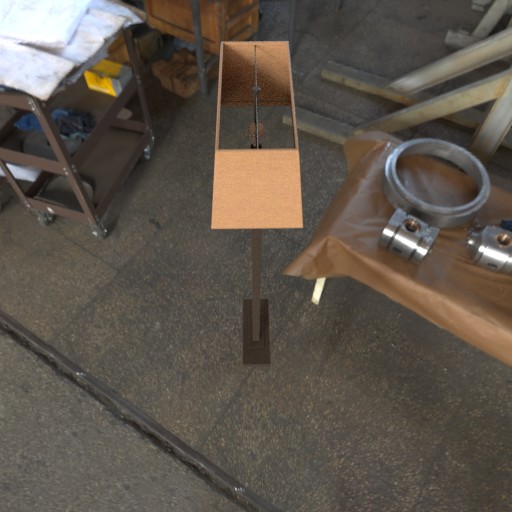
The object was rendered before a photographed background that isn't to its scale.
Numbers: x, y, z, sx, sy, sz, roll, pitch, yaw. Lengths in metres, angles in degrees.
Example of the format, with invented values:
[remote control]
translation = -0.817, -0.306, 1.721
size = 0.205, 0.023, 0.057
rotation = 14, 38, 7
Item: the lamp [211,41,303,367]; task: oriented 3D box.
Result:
[lamp]
translation = 0.000, 0.000, 1.671
size = 0.233, 1.469, 0.475
rotation = -1, 57, 0
